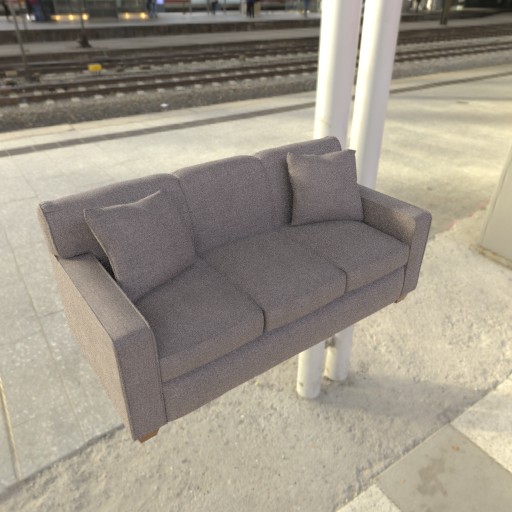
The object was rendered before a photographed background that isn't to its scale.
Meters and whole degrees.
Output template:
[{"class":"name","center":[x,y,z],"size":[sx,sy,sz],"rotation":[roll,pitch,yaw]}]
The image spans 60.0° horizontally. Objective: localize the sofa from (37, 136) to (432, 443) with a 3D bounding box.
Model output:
[{"class":"sofa","center":[0.000,0.000,2.582],"size":[2.024,0.958,0.997],"rotation":[-20,36,-31]}]
